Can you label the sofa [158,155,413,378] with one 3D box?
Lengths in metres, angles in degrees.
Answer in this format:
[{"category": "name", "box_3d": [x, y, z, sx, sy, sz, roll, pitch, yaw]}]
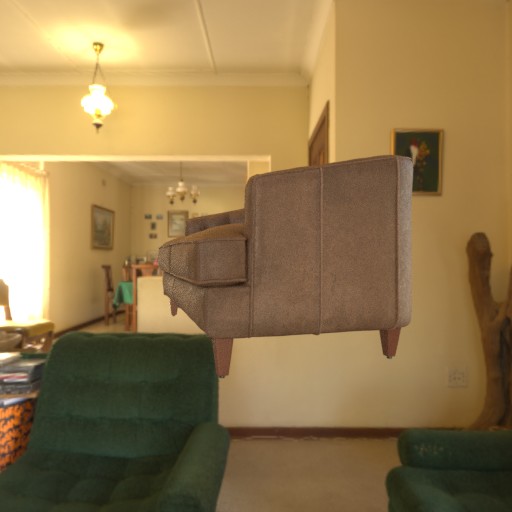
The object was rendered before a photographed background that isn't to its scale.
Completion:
[{"category": "sofa", "box_3d": [0.000, 0.000, 2.303, 0.917, 0.799, 1.767, 0, 0, -16]}]
